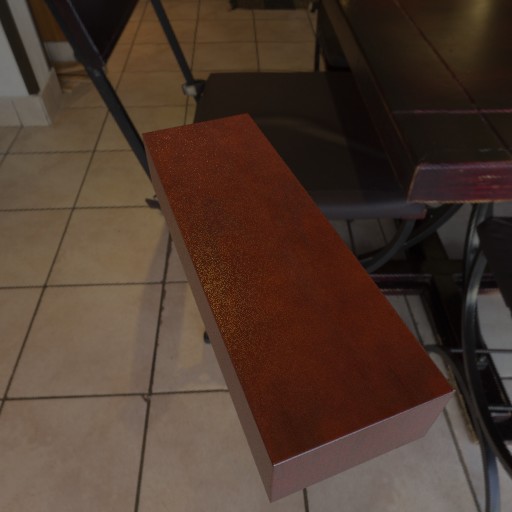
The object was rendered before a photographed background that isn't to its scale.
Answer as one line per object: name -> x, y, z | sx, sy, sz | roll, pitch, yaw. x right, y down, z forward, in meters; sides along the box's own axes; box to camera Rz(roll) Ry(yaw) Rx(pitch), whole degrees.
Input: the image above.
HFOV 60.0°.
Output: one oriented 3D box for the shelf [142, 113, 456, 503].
shelf -> 0.000, 0.000, 0.501 | 0.152, 0.088, 0.457 | -16, 48, -14
